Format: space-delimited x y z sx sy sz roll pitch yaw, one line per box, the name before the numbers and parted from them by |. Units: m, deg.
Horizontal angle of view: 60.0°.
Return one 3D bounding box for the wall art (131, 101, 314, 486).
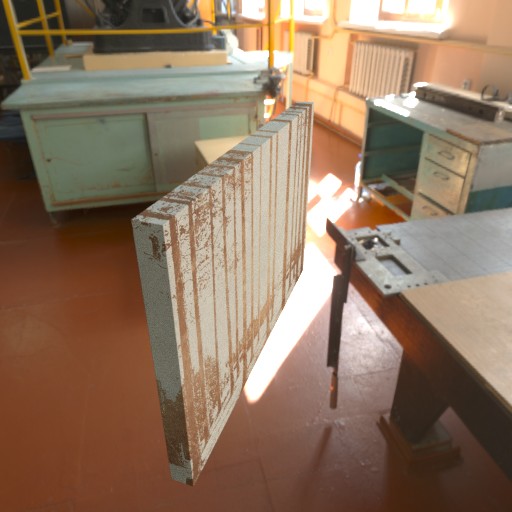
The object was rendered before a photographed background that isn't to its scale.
wall art | 0.000 0.000 0.769 0.035 0.405 0.609 10 32 17
